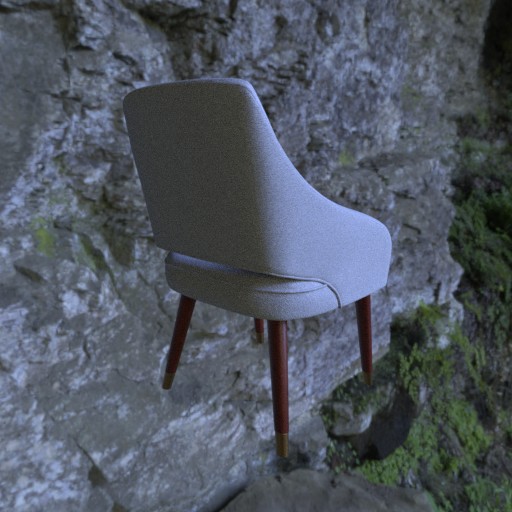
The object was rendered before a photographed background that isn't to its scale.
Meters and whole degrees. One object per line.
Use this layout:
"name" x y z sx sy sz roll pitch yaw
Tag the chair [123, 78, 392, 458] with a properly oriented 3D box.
"chair" 0.000 0.000 1.285 0.609 0.889 0.600 12 19 40
